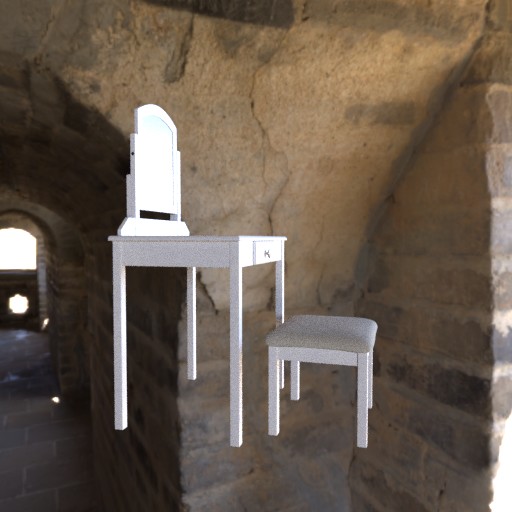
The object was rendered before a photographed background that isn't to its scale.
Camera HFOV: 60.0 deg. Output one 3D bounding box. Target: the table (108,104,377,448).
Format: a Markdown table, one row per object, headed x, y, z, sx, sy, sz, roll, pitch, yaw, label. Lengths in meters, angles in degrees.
| x | y | z | sx | sy | sz | roll | pitch | yaw | label |
| --- | --- | --- | --- | --- | --- | --- | --- | --- | --- |
| 0.000 | 0.000 | 2.301 | 1.211 | 1.631 | 0.876 | 1 | 2 | 17 | table |
